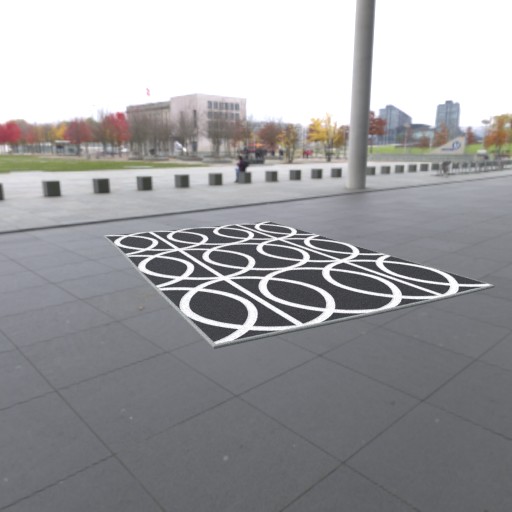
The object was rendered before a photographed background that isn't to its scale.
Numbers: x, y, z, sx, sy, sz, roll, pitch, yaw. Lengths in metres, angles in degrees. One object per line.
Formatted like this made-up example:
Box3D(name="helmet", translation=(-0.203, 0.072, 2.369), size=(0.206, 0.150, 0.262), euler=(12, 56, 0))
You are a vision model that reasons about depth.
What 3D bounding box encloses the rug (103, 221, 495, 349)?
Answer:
Box3D(name="rug", translation=(0.000, 0.000, 2.853), size=(1.526, 0.014, 2.290), euler=(-7, 15, -27))
